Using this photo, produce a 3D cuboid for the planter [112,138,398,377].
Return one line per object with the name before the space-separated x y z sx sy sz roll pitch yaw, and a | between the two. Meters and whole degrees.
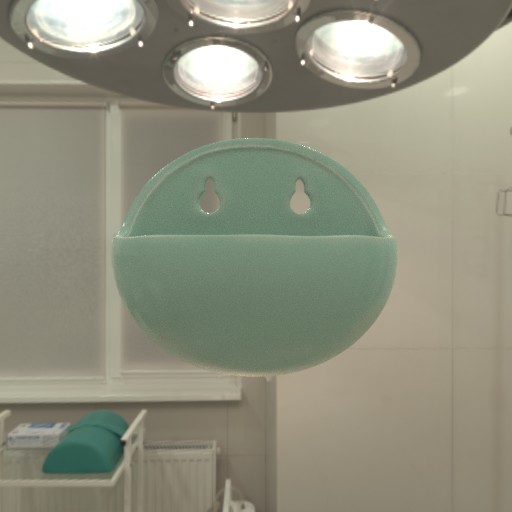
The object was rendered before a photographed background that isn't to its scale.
planter | 0.000 0.000 0.278 0.189 0.164 0.073 0 0 -1
